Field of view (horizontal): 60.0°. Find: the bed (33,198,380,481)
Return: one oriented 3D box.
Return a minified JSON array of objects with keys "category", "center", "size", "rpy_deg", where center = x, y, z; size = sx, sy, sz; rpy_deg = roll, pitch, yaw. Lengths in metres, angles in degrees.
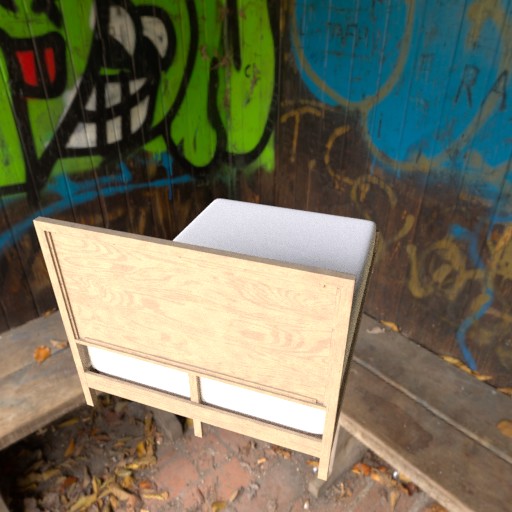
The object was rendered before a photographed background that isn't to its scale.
[{"category":"bed","center":[0.000,0.000,3.238],"size":[1.606,1.369,2.189],"rpy_deg":[10,33,16]}]
